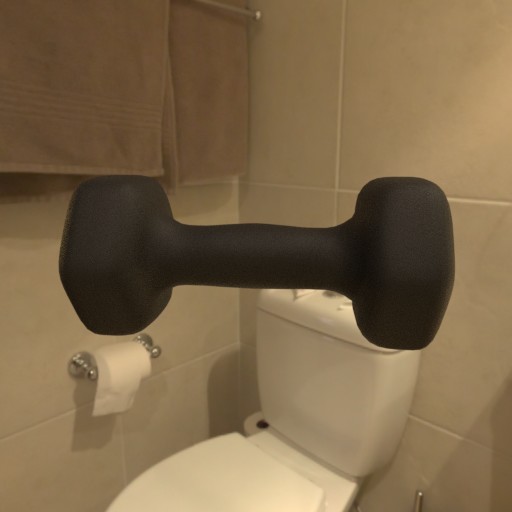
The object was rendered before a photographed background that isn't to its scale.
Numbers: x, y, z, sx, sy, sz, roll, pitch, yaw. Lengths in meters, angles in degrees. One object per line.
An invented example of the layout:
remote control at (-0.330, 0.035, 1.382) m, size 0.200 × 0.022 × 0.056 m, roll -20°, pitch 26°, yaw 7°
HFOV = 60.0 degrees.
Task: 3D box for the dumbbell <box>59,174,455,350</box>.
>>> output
dumbbell at (0.000, 0.000, 0.286) m, size 0.231 × 0.101 × 0.112 m, roll 2°, pitch 14°, yaw 7°
